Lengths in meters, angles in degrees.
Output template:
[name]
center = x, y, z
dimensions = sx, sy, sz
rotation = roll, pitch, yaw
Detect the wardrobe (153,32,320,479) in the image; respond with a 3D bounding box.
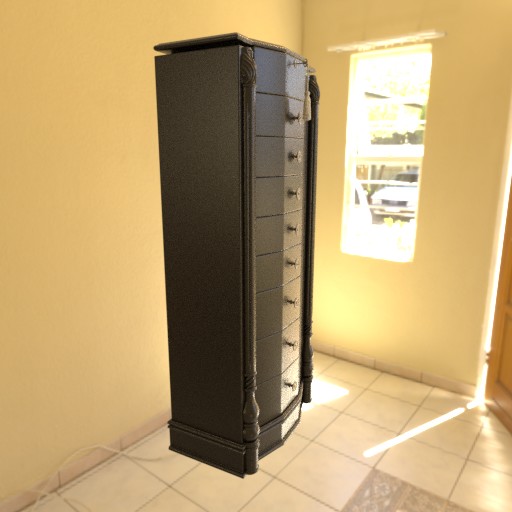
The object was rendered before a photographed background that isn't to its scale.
[wardrobe]
center = 0.000, 0.000, 1.200
dimensions = 0.295, 1.011, 0.444
rotation = 7, 15, 28
